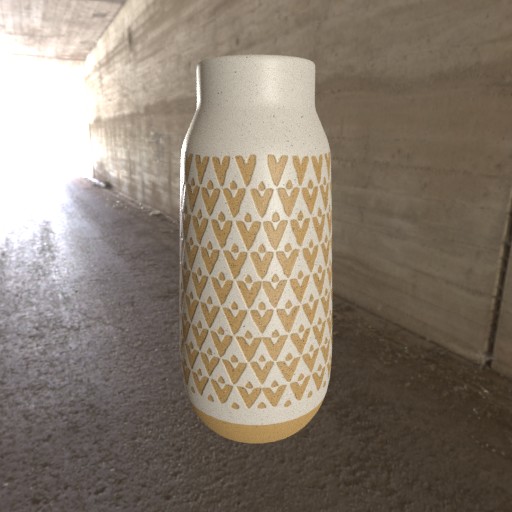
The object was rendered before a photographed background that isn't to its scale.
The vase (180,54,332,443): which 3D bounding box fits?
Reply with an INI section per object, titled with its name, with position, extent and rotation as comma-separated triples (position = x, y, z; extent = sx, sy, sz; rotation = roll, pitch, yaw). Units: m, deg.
[vase]
position = 0.000, 0.000, 0.382
extent = 0.137, 0.307, 0.137
rotation = 0, 16, 0
